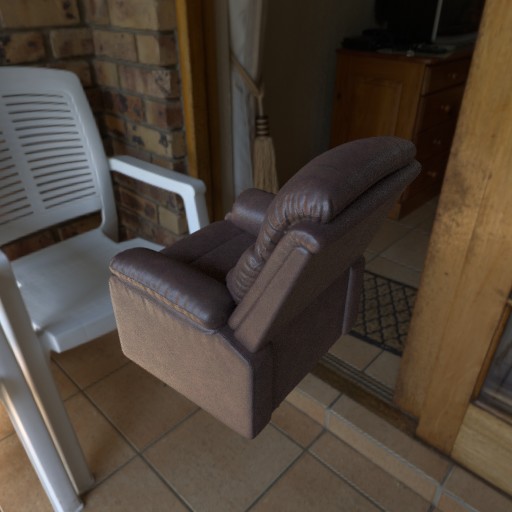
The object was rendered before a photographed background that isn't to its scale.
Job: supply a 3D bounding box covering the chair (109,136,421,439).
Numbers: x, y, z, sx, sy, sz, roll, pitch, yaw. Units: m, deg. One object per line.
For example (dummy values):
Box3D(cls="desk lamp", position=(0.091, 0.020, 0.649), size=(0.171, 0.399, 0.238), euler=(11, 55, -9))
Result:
Box3D(cls="chair", position=(0.000, 0.000, 1.700), size=(0.919, 0.992, 0.855), euler=(22, 38, 31))
